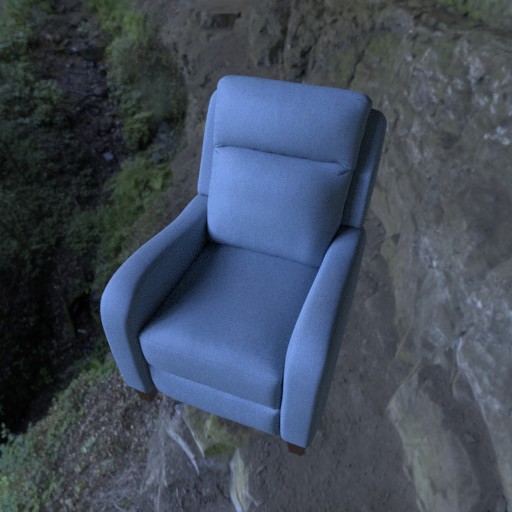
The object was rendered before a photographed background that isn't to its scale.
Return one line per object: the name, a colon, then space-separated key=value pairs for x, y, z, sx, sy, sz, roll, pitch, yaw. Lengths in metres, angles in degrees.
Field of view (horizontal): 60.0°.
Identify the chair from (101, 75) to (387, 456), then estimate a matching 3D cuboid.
chair: x=0.000 y=0.000 z=1.717 sx=0.785 sy=1.067 sz=0.988 roll=14 pitch=44 yaw=15
